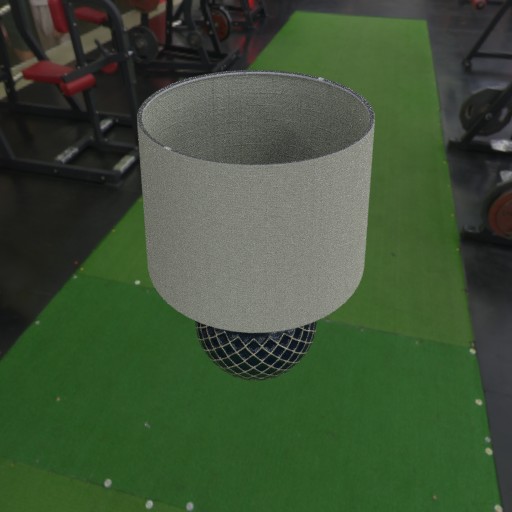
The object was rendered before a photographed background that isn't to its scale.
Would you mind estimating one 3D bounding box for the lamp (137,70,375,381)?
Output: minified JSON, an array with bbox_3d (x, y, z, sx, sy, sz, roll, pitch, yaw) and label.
[{"bbox_3d":[0.000,0.000,0.791,0.376,0.540,0.376,0,40,0],"label":"lamp"}]
